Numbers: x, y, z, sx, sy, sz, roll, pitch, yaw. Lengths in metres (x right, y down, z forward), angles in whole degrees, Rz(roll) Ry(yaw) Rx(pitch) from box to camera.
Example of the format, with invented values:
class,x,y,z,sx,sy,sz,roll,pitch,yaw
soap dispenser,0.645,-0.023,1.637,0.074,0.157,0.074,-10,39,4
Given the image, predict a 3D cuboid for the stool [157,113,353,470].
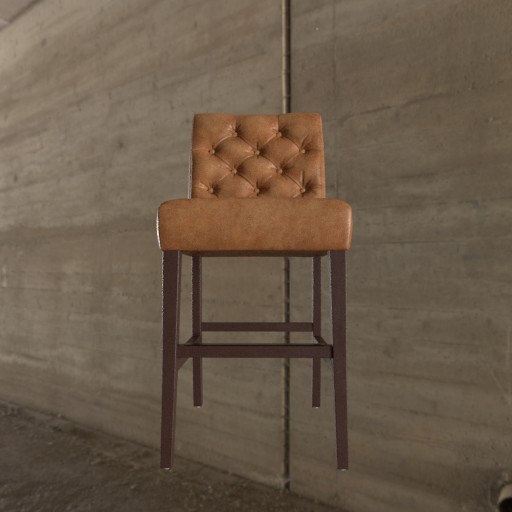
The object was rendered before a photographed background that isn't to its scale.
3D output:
class,x,y,z,sx,sy,sz,roll,pitch,yaw
stool,0.000,0.000,1.364,0.493,1.047,0.601,0,-1,1
